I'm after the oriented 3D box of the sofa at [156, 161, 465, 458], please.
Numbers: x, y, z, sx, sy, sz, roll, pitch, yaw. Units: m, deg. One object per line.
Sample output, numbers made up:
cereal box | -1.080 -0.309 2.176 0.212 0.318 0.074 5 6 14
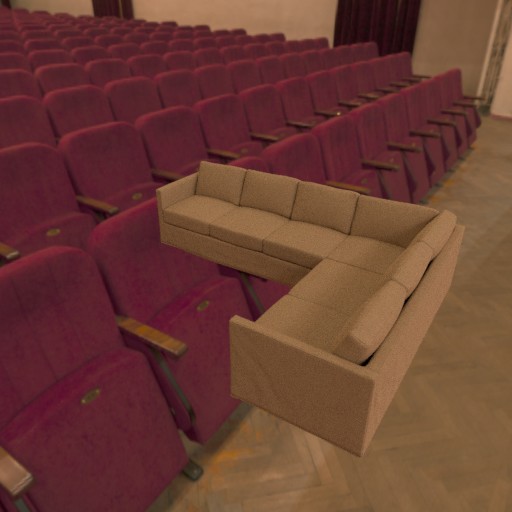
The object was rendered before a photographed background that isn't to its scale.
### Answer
sofa | 0.000 0.000 4.204 3.182 0.871 2.432 18 34 29
